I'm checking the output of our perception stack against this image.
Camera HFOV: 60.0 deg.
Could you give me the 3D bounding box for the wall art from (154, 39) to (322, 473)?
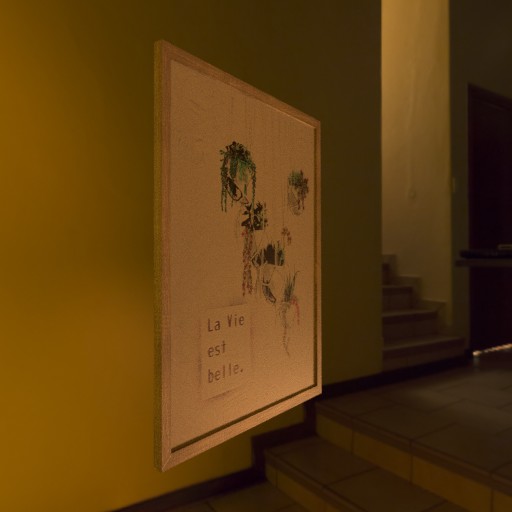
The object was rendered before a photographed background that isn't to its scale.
[{"bbox_3d":[0.000,0.000,1.365,0.035,1.022,0.781,0,-1,36],"label":"wall art"}]
